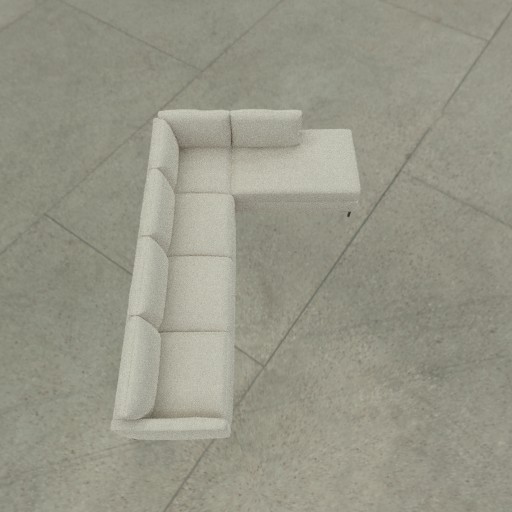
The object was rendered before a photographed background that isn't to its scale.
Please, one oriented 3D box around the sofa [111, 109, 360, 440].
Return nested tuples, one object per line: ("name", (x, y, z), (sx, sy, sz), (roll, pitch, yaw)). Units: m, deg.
("sofa", (0.000, 0.000, 3.859), (2.007, 0.815, 2.949), (0, 62, 0))
